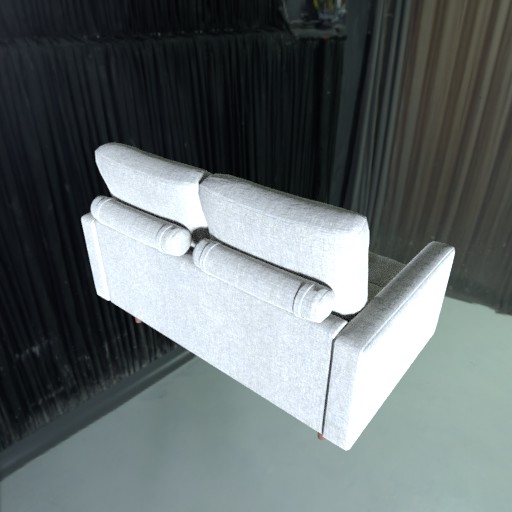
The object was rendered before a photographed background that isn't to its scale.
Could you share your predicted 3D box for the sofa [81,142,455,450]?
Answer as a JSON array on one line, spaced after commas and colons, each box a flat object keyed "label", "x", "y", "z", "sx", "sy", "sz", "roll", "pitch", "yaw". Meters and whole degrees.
[{"label": "sofa", "x": 0.000, "y": 0.000, "z": 1.916, "sx": 1.407, "sy": 0.907, "sz": 0.842, "roll": 22, "pitch": 37, "yaw": 33}]
